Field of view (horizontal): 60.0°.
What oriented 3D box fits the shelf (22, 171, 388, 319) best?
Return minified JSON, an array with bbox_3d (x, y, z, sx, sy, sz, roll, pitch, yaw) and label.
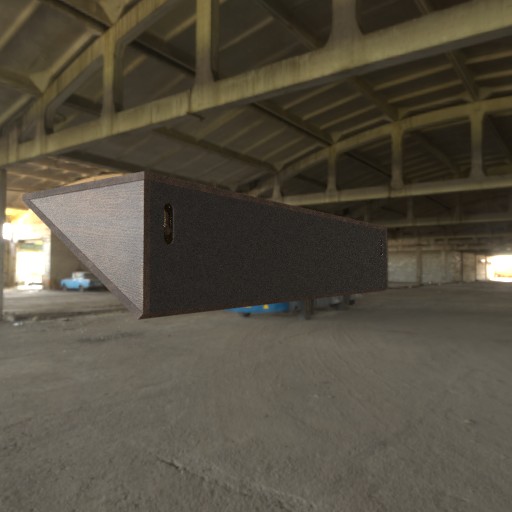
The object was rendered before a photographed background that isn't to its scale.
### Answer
[{"bbox_3d":[0.000,0.000,0.677,0.200,0.125,0.610,-1,-2,35],"label":"shelf"}]
